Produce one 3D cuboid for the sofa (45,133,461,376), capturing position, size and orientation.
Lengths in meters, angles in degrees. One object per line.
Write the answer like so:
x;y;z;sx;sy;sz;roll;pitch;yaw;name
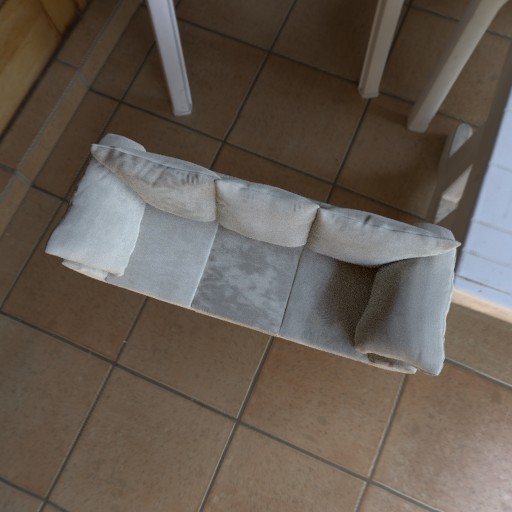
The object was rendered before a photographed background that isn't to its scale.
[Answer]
0.000;0.000;2.878;2.377;0.981;0.893;17;75;5;sofa
